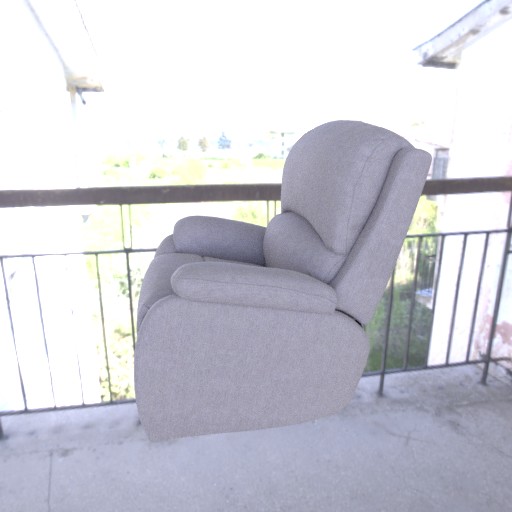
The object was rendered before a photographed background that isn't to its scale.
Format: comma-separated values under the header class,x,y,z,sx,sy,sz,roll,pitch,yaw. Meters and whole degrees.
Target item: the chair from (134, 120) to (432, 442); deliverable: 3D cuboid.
class,x,y,z,sx,sy,sz,roll,pitch,yaw
chair,0.000,0.000,1.715,0.899,1.011,0.930,-3,15,-9
